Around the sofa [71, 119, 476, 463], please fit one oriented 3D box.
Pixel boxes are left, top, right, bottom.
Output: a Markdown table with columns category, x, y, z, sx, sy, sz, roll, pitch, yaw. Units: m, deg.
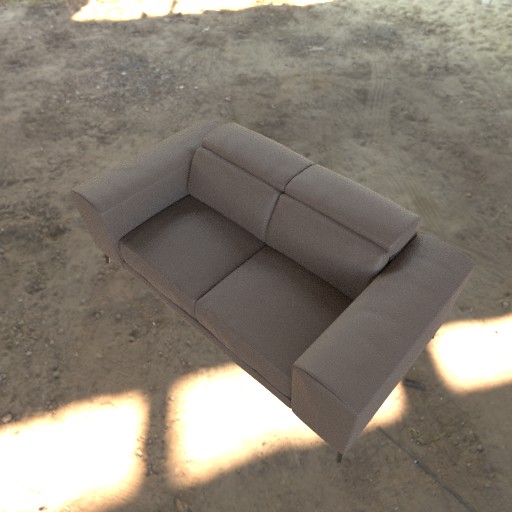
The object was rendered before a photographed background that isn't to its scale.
| category | x | y | z | sx | sy | sz | roll | pitch | yaw |
| --- | --- | --- | --- | --- | --- | --- | --- | --- | --- |
| sofa | 0.000 | 0.000 | 2.398 | 1.895 | 0.779 | 1.003 | 34 | 56 | 27 |
